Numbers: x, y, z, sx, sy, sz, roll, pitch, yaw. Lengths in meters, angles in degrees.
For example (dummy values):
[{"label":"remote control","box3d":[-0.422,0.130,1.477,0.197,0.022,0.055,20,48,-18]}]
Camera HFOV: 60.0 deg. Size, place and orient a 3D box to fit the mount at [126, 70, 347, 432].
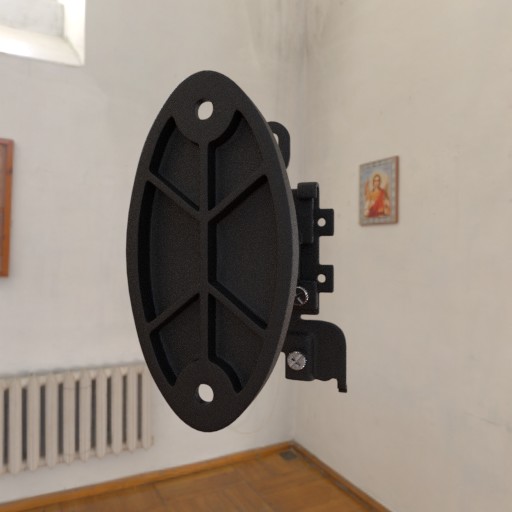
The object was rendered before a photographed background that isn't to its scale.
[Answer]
[{"label":"mount","box3d":[0.000,0.000,0.175,0.066,0.118,0.100,0,1,18]}]
